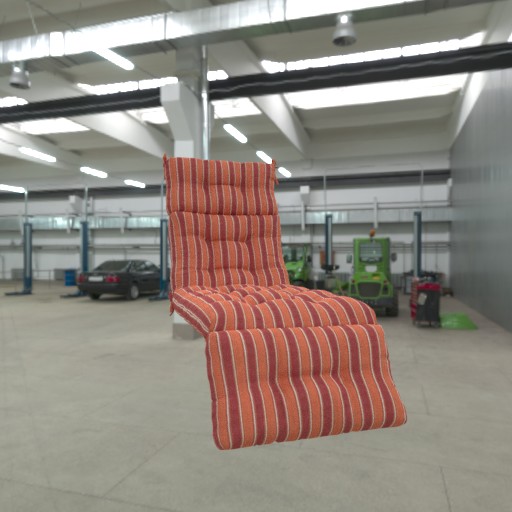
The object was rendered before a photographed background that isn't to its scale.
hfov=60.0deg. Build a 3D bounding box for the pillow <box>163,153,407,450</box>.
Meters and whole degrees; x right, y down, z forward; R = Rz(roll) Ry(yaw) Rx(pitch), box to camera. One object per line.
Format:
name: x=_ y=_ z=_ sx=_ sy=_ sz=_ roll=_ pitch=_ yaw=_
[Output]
pillow: x=0.000 y=0.000 z=1.488 sx=0.526 sy=0.863 sz=1.016 roll=0 pitch=0 yaw=-18
